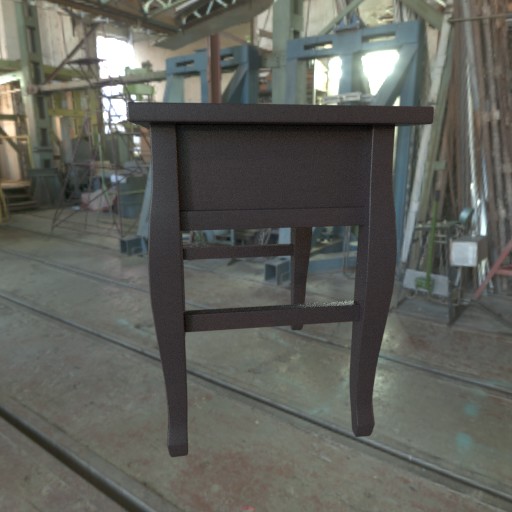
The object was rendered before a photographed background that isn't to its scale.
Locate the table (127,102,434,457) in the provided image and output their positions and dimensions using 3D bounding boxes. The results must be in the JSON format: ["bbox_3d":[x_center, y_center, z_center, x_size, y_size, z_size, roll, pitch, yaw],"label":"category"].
[{"bbox_3d":[0.000,0.000,1.006,0.460,0.605,0.602,-2,14,-9],"label":"table"}]
